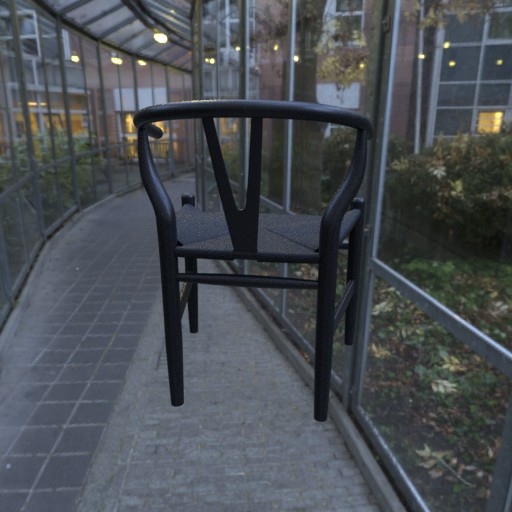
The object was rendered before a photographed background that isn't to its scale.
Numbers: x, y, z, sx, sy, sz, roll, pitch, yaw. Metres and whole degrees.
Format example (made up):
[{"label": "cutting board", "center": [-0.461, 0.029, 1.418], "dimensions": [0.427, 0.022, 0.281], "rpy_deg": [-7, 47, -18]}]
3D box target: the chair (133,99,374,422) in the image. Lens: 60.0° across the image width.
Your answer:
[{"label": "chair", "center": [0.000, 0.000, 1.137], "dimensions": [0.569, 0.730, 0.579], "rpy_deg": [3, 17, 9]}]
